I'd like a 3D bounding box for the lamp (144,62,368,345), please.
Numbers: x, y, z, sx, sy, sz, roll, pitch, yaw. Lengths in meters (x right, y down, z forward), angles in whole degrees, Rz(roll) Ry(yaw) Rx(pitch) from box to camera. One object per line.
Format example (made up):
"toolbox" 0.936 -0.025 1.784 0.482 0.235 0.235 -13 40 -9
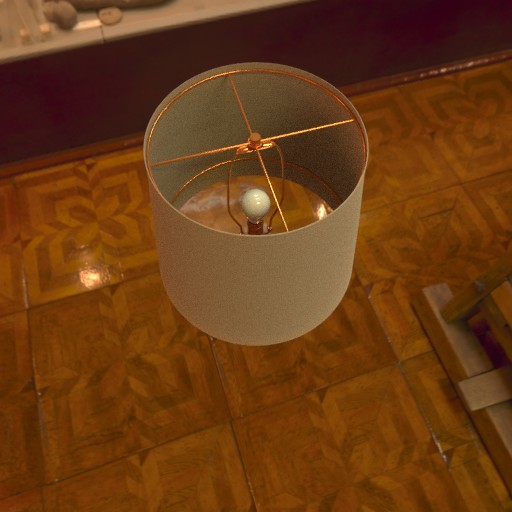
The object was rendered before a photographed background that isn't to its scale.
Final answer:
"lamp" 0.000 0.000 0.446 0.189 0.340 0.189 0 63 0
